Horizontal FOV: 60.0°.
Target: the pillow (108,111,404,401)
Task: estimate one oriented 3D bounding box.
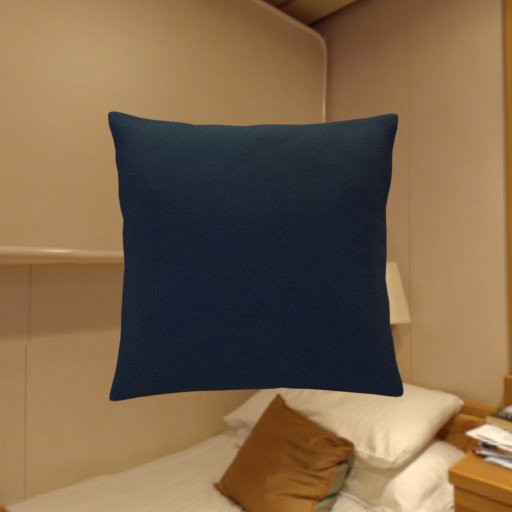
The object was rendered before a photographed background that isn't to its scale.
[{"bbox_3d":[0.000,0.000,0.787,0.523,0.510,0.166,0,-2,-1],"label":"pillow"}]
